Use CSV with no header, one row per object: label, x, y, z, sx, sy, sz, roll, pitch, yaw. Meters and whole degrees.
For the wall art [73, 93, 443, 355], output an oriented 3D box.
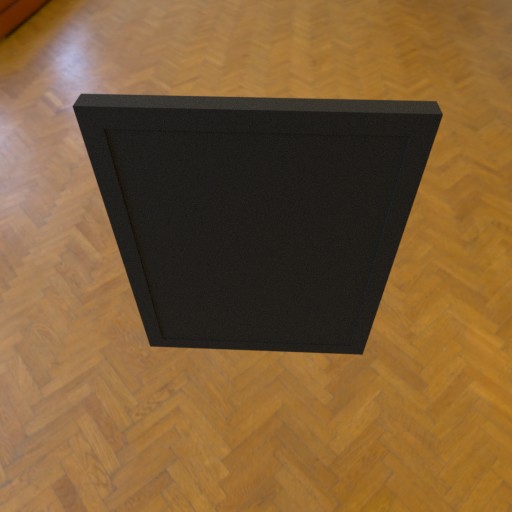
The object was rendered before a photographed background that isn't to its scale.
wall art,0.000,0.000,0.760,0.457,0.559,0.033,2,47,2
